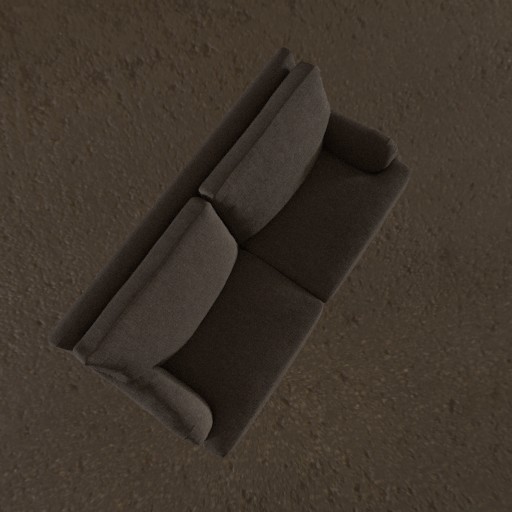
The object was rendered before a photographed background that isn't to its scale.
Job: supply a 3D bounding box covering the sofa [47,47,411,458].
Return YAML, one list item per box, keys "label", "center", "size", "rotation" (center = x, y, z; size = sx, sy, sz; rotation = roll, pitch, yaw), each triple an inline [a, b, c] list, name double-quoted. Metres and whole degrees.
- label: "sofa"
  center: [0.000, 0.000, 2.748]
  size: [1.087, 1.054, 2.160]
  rotation: [34, 78, 8]
